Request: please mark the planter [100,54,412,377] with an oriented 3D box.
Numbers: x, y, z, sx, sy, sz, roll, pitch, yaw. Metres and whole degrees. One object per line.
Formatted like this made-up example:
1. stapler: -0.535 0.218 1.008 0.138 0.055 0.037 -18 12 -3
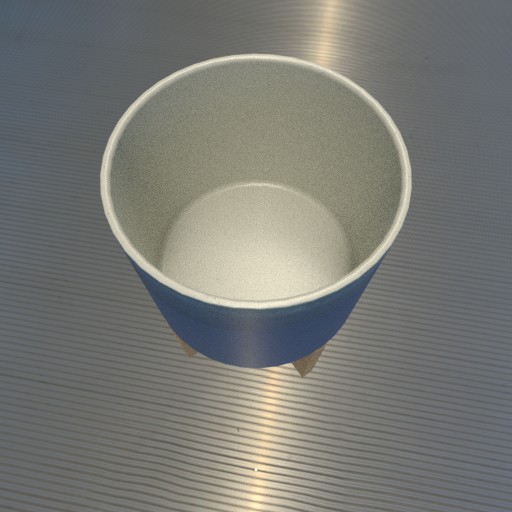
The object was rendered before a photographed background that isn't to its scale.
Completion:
1. planter: 0.000 0.000 0.539 0.261 0.367 0.261 0 64 0
